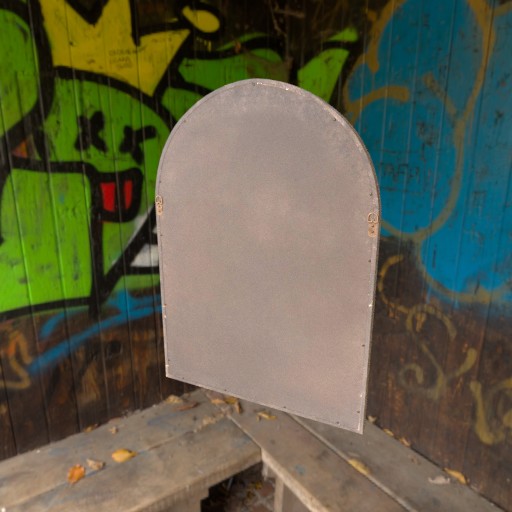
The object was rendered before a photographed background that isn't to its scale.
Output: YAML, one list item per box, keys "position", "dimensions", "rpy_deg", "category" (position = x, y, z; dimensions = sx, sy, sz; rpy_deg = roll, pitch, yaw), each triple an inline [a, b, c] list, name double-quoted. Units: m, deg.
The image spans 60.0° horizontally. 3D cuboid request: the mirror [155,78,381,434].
- position: [0.000, 0.000, 1.234]
  dimensions: [0.660, 0.920, 0.032]
  rpy_deg: [8, 18, 25]
  category: "mirror"
